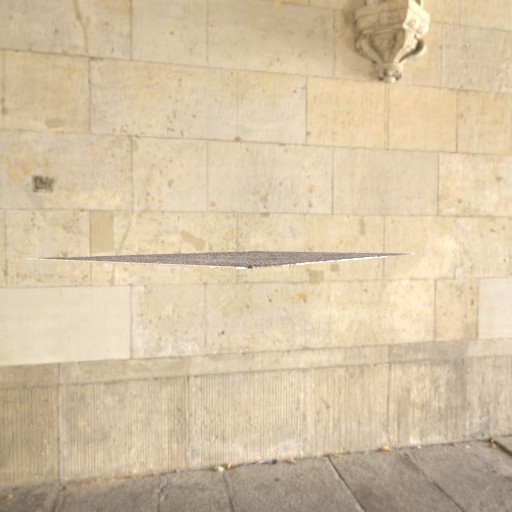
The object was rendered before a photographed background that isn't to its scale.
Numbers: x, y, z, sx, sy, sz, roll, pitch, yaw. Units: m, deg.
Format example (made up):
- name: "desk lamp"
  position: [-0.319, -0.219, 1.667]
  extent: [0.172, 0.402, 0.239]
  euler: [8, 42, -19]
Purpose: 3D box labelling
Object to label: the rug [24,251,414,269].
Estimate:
- name: "rug"
  position: [0.000, 0.000, 3.084]
  extent: [1.529, 0.010, 2.440]
  euler: [1, 2, 34]
